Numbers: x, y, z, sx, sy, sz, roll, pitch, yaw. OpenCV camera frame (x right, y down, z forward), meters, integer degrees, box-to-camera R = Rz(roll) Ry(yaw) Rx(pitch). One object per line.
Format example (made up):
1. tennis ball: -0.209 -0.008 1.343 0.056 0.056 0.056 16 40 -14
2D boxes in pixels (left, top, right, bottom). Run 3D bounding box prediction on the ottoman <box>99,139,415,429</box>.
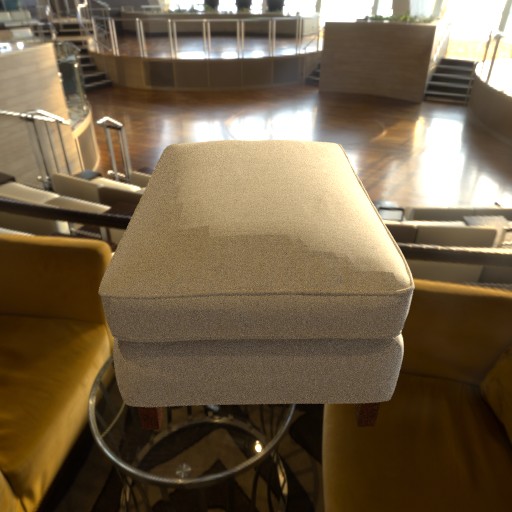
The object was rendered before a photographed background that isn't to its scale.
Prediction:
1. ottoman: 0.000 0.000 0.971 0.501 0.406 0.665 0 33 -1
